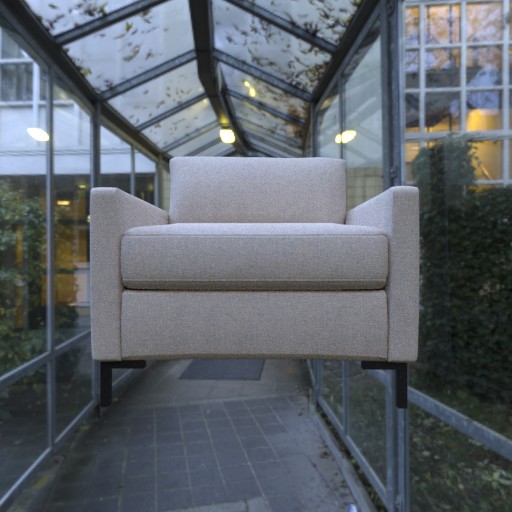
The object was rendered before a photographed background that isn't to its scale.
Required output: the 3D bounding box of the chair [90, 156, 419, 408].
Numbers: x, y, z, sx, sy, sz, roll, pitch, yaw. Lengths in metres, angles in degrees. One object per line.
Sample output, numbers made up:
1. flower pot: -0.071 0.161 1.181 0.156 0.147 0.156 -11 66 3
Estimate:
1. chair: 0.000 0.000 1.656 0.963 0.861 0.866 0 0 1
